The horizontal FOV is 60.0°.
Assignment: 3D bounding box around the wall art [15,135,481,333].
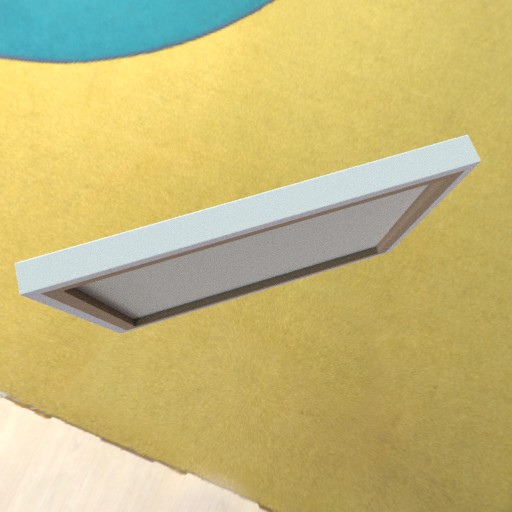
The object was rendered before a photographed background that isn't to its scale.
[{"bbox_3d":[0.000,0.000,0.763,0.608,0.414,0.042,-16,74,-5],"label":"wall art"}]
